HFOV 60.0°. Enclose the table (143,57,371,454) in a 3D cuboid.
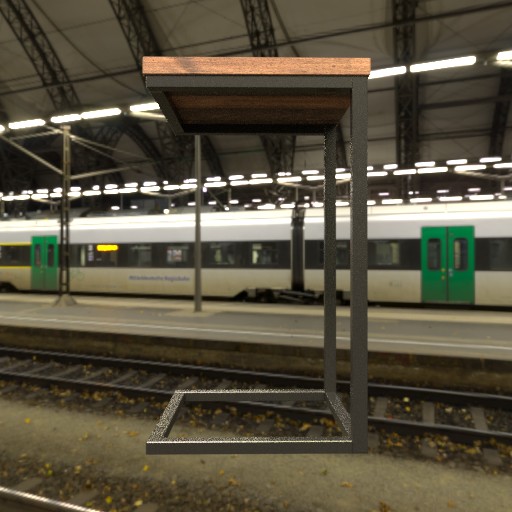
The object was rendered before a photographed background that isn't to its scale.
[{"bbox_3d":[0.000,0.000,0.961,0.414,0.718,0.323,0,0,-1],"label":"table"}]
